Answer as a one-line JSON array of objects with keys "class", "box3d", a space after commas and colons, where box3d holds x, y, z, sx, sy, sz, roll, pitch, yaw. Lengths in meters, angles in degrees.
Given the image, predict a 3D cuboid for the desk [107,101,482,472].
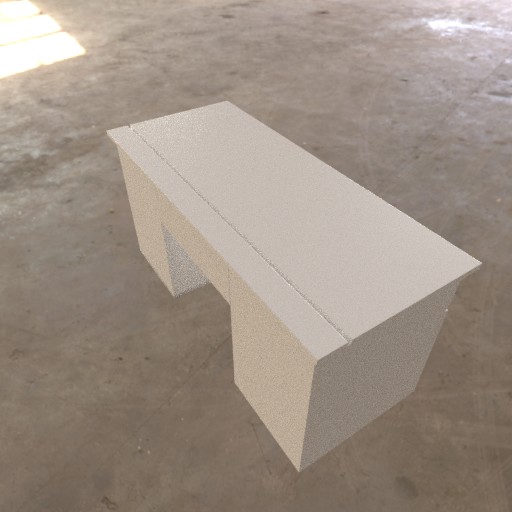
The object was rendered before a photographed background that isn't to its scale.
[{"class": "desk", "box3d": [0.000, 0.000, 2.006, 0.670, 0.760, 1.580, -23, 46, -25]}]
